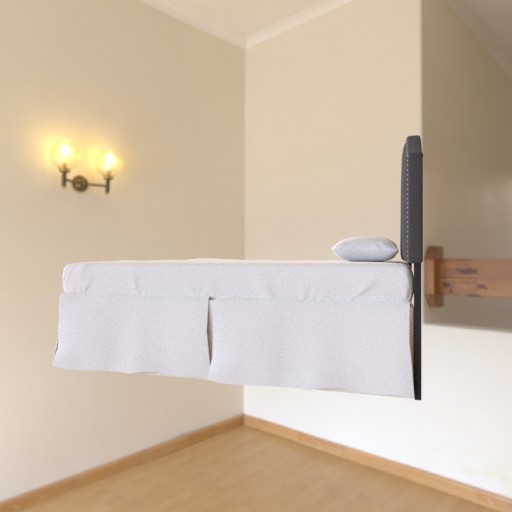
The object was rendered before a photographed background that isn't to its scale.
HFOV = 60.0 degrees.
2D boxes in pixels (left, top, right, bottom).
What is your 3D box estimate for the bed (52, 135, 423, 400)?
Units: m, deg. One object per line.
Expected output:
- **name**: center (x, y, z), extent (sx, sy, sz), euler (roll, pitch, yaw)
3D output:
- **bed**: center (0.000, 0.000, 2.933), extent (1.999, 1.270, 1.558), euler (0, 0, 18)
